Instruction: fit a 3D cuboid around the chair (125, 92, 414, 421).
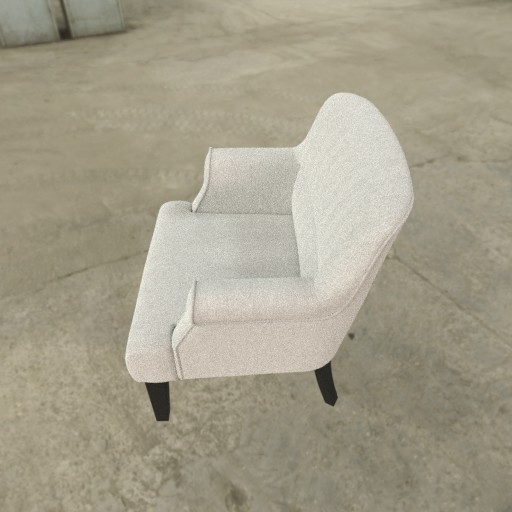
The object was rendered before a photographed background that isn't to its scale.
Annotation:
[{"bbox_3d":[0.000,0.000,1.451,0.750,0.875,0.781,-1,42,-1],"label":"chair"}]
